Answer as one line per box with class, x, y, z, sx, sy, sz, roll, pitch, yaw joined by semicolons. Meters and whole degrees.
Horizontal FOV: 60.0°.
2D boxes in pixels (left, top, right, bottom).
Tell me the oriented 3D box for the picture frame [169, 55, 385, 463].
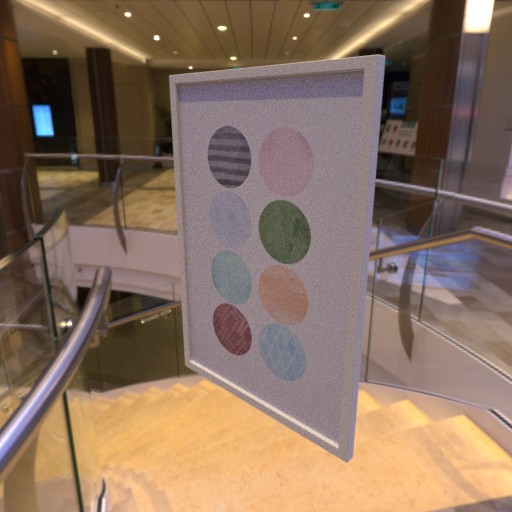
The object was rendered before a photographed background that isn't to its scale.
picture frame;0.000;0.000;0.553;0.305;0.434;0.013;16;24;41
